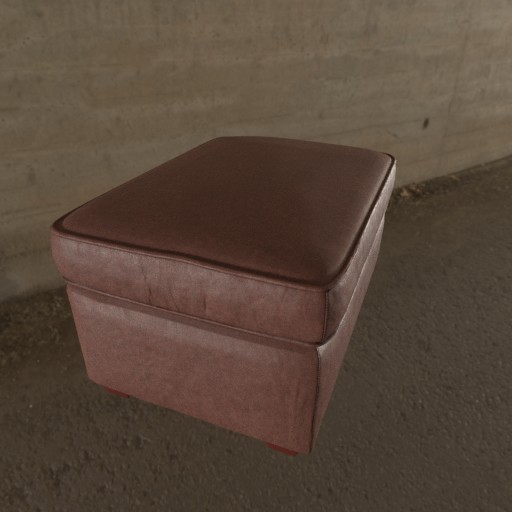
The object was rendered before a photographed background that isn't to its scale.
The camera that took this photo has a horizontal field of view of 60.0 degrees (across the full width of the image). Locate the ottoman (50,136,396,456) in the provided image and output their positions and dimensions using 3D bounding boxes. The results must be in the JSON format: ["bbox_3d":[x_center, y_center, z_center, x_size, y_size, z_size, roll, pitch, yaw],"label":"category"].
[{"bbox_3d":[0.000,0.000,1.077,0.548,0.449,0.749,11,31,19],"label":"ottoman"}]
